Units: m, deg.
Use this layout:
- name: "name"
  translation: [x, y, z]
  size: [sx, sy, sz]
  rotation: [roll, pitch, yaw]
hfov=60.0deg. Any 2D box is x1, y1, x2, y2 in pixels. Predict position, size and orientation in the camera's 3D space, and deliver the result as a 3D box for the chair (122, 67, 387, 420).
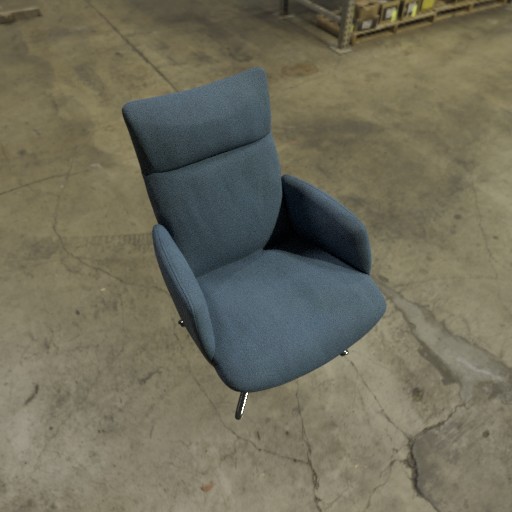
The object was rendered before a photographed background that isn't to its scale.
- name: "chair"
  translation: [0.000, 0.000, 1.648]
  size: [0.711, 1.016, 0.889]
  rotation: [-25, 52, -21]
